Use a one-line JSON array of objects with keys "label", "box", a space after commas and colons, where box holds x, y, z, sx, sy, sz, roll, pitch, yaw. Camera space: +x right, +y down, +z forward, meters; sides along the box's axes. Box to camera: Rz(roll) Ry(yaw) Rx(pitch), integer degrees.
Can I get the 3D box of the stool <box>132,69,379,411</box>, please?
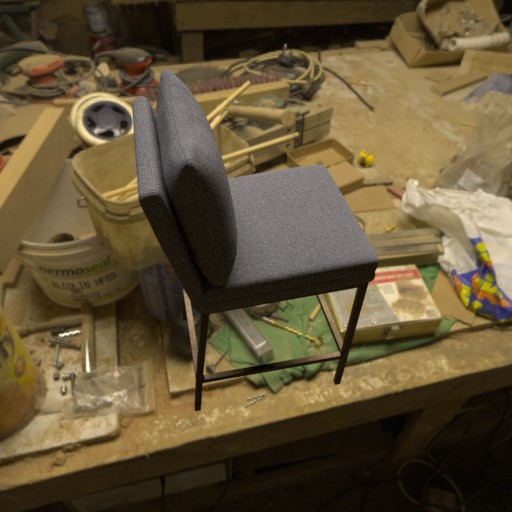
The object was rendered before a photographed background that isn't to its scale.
[{"label": "stool", "box": [0.000, 0.000, 1.368, 0.569, 1.031, 0.463, -9, 47, -9]}]
